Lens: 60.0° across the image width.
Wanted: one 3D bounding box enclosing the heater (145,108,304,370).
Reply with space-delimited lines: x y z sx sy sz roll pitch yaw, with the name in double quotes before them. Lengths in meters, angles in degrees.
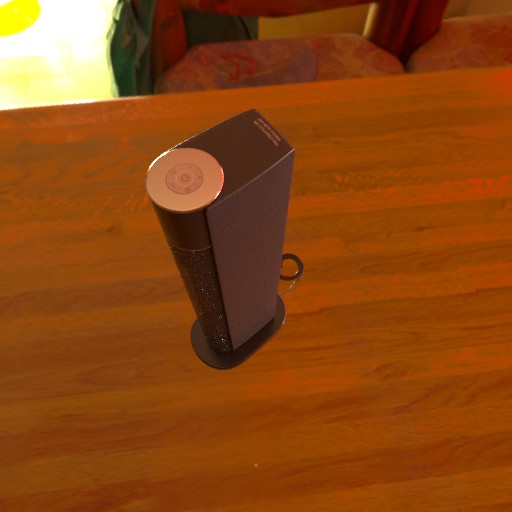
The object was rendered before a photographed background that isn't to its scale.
"heater" 0.000 0.000 1.041 0.458 0.856 0.214 -34 69 -15
